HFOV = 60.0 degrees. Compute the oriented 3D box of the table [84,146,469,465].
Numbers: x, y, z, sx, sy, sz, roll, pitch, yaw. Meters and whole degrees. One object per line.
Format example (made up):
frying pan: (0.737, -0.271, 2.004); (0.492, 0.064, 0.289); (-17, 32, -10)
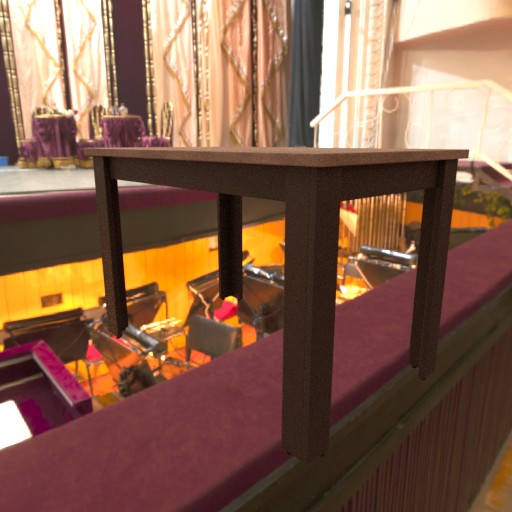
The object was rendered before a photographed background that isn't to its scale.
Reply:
table: (0.000, 0.000, 1.558); (0.700, 0.734, 1.100); (-13, 19, -42)
